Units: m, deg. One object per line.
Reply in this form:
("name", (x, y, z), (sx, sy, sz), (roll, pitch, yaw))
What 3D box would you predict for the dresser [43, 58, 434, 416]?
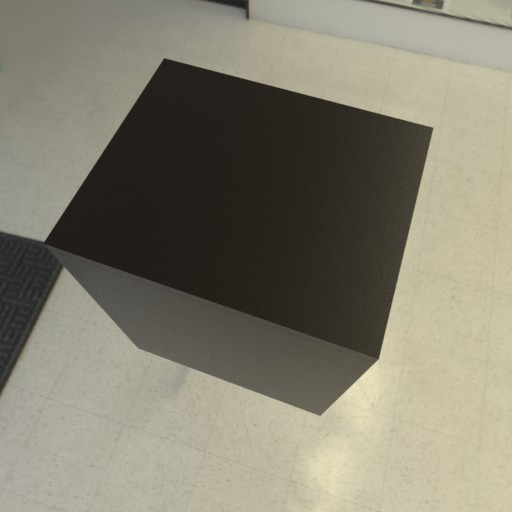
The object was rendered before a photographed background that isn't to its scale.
("dresser", (0.000, 0.000, 0.774), (0.400, 0.470, 0.360), (18, 65, 9))
